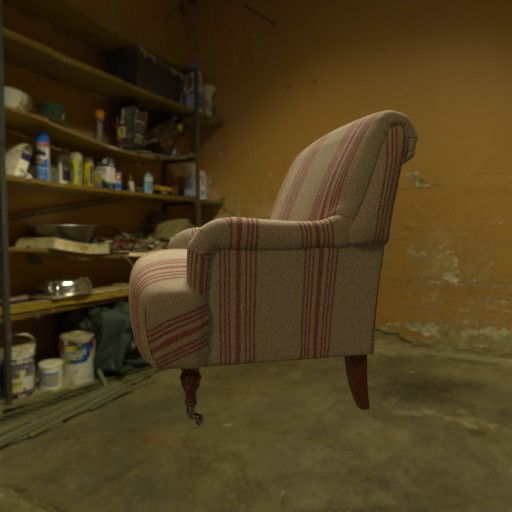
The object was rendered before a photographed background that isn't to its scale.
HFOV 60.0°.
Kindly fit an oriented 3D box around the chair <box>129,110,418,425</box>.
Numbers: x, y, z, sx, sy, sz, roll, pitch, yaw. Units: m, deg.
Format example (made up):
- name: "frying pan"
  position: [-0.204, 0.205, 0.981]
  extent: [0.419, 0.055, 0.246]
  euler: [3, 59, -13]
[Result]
- name: "chair"
  position: [0.000, 0.000, 1.913]
  extent: [1.058, 1.123, 0.933]
  euler: [0, 2, -16]
